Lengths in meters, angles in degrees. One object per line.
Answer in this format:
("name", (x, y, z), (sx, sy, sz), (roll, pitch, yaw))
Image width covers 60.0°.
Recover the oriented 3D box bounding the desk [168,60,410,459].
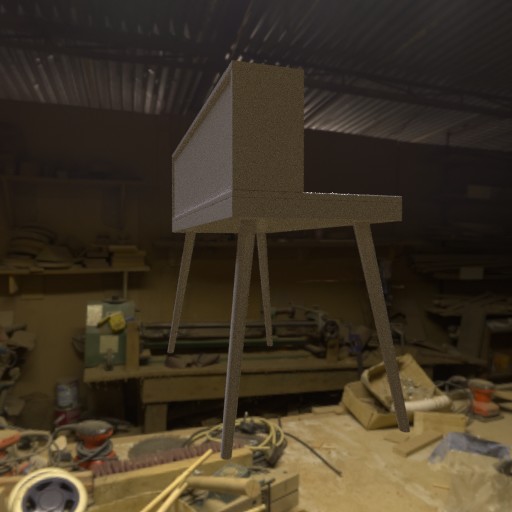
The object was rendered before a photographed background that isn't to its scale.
("desk", (0.000, 0.000, 1.747), (0.559, 0.990, 1.199), (0, 1, -18))
